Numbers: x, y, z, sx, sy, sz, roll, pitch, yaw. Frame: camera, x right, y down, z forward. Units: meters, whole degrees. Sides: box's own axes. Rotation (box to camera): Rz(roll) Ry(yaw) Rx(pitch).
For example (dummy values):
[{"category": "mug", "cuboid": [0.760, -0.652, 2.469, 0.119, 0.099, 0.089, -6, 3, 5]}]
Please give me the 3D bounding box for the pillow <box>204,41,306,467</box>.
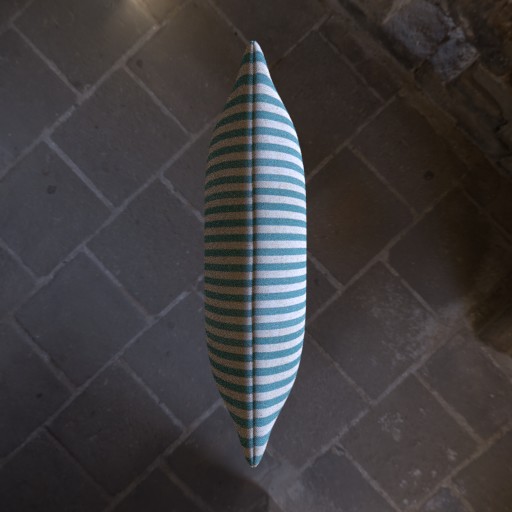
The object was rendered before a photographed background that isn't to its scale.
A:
[{"category": "pillow", "cuboid": [0.000, 0.000, 0.785, 0.166, 0.510, 0.523, 0, 91, 0]}]
